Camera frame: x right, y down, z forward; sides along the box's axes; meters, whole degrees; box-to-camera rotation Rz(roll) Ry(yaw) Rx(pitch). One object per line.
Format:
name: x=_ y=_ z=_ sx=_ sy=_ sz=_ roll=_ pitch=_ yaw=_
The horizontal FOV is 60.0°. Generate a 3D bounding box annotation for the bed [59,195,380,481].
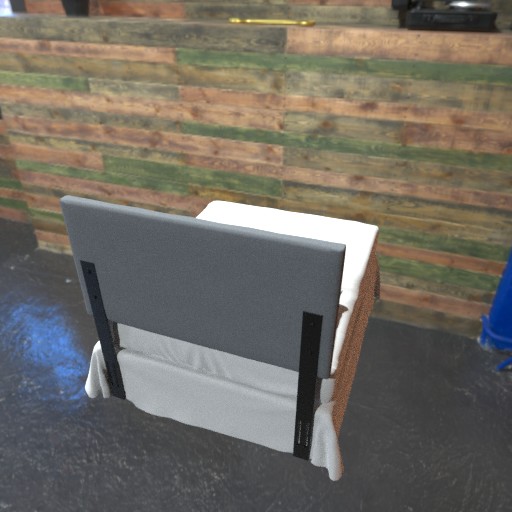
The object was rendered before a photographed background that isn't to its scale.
bed: x=0.000 y=0.000 z=3.471 sx=1.936 sy=1.577 sz=2.222 roll=11 pitch=33 yaw=18
